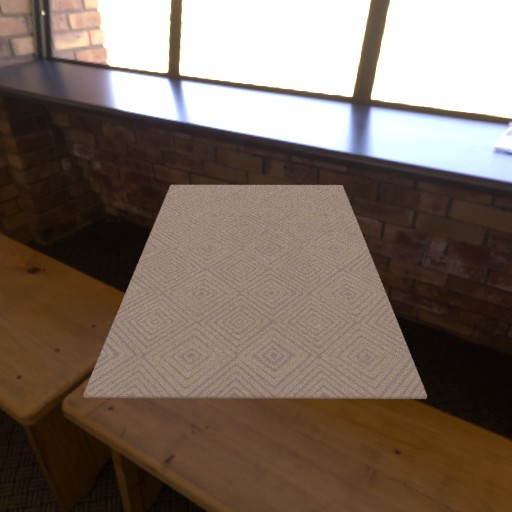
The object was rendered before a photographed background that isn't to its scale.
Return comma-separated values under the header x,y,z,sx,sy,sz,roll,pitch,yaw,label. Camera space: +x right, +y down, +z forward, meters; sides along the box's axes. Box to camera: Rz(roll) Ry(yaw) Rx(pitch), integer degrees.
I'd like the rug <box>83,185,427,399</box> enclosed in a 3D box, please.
x,y,z,sx,sy,sz,roll,pitch,yaw,label
0.000,0.000,2.210,1.143,0.008,1.753,0,32,0,rug
